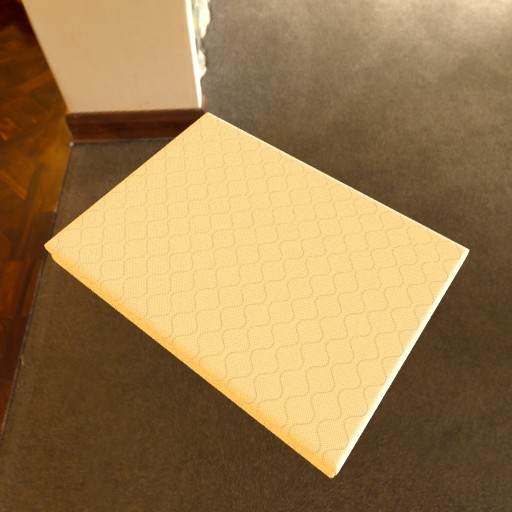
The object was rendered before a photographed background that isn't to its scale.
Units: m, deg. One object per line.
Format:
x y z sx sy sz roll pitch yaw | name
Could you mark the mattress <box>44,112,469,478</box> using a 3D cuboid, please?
0.000 0.000 2.516 1.900 0.200 1.400 32 63 19 | mattress
